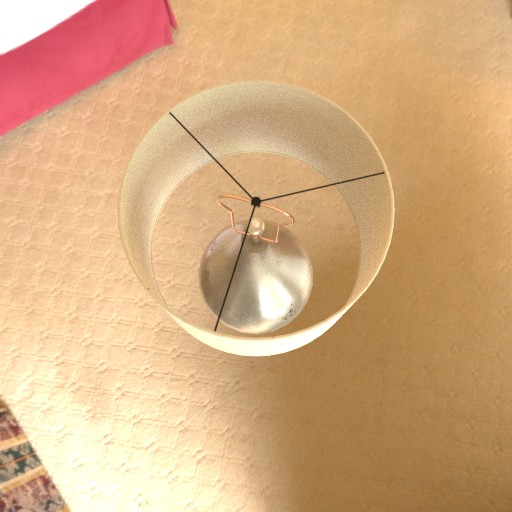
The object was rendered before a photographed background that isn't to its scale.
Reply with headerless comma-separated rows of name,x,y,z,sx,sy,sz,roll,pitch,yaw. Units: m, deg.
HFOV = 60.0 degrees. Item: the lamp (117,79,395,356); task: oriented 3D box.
lamp,0.000,0.000,0.744,0.330,0.521,0.330,0,76,0
